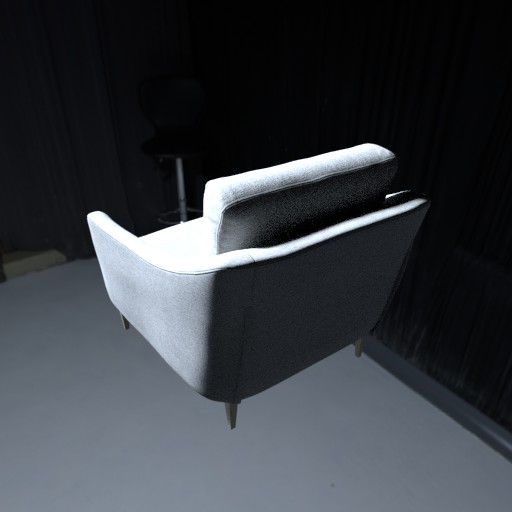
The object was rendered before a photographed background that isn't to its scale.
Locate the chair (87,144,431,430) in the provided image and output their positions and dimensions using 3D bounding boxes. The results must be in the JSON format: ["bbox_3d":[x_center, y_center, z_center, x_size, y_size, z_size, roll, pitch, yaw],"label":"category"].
[{"bbox_3d":[0.000,0.000,1.713,0.986,0.902,0.961,-20,36,-29],"label":"chair"}]
